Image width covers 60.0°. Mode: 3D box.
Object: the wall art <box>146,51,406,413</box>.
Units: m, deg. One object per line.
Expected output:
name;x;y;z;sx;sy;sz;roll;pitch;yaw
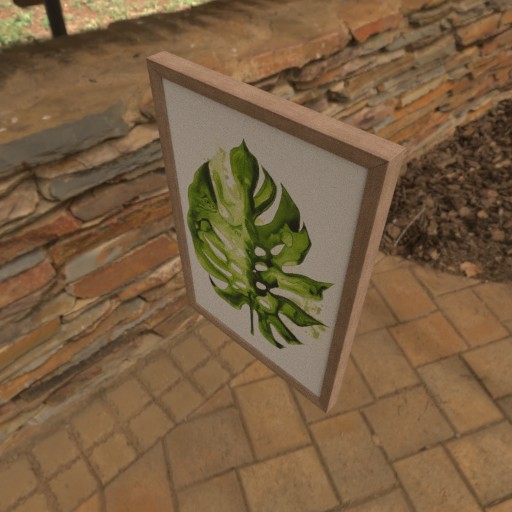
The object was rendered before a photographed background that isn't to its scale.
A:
wall art;0.000;0.000;0.675;0.356;0.509;0.031;33;54;28
